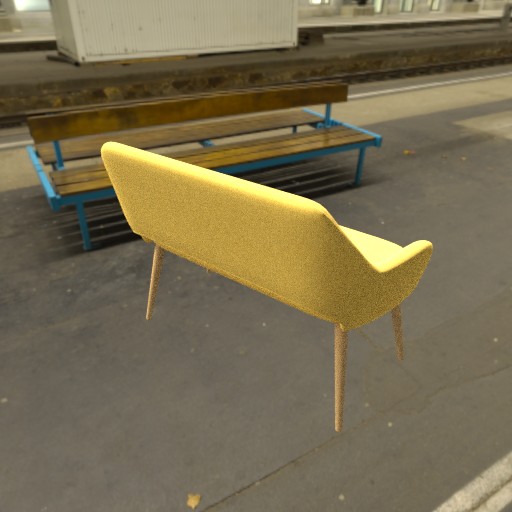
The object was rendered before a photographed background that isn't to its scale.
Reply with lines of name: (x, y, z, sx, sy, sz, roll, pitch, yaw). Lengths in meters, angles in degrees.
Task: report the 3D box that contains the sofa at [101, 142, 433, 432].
sofa: (0.000, 0.000, 1.609, 1.150, 0.840, 0.610, 22, 38, 31)
